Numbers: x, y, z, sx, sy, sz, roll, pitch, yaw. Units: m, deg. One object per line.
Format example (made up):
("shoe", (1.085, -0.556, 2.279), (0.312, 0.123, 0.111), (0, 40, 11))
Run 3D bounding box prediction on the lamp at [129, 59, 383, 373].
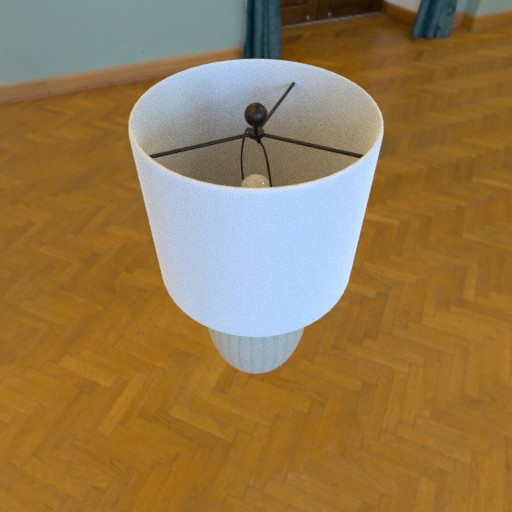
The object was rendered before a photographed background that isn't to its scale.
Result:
("lamp", (0.000, 0.000, 0.776), (0.329, 0.570, 0.329), (-17, 49, -15))
